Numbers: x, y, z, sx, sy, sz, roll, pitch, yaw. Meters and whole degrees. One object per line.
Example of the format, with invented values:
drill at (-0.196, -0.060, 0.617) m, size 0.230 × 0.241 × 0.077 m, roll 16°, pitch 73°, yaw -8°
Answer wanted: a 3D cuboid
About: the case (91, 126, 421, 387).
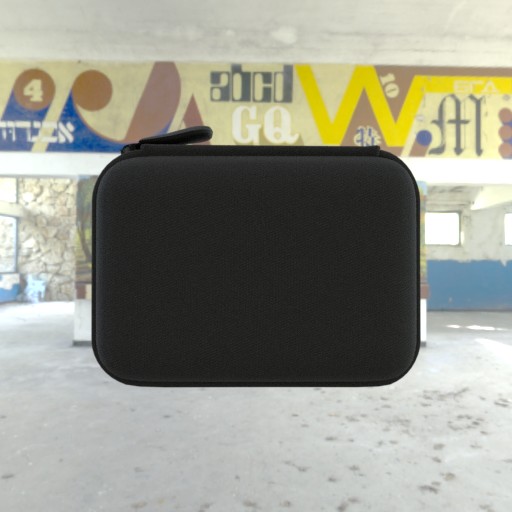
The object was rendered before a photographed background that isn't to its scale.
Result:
case at (0.000, 0.000, 0.180) m, size 0.132 × 0.105 × 0.038 m, roll 0°, pitch 0°, yaw 0°
